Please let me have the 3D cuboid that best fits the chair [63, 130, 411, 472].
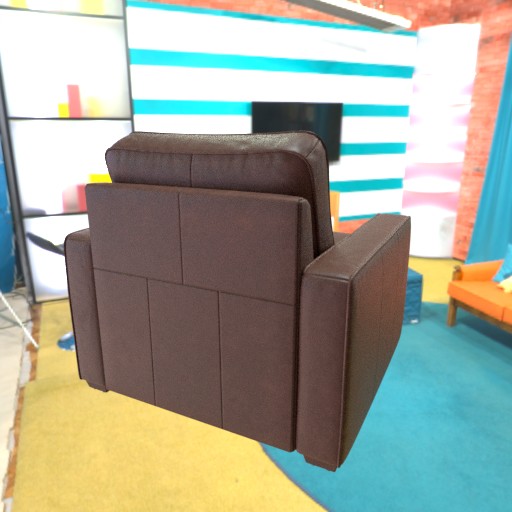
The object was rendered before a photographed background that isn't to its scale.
[{"bbox_3d":[0.000,0.000,1.686,1.017,0.919,0.940,8,18,26],"label":"chair"}]
